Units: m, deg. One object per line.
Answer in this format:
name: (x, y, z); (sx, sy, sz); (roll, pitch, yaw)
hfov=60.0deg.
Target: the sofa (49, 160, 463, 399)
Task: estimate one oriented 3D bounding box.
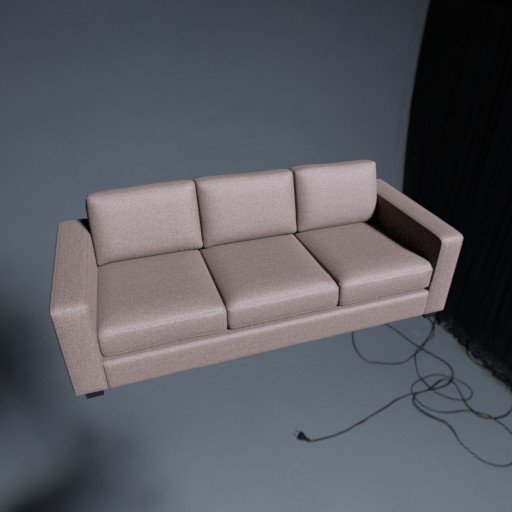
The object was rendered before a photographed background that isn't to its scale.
sofa: (0.000, 0.000, 2.619); (2.160, 0.806, 0.900); (-10, 33, -15)
